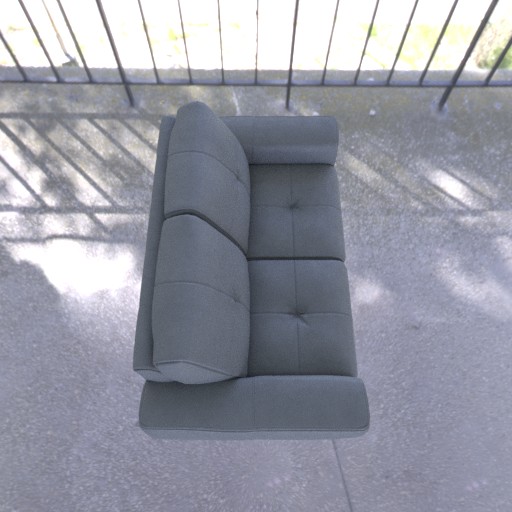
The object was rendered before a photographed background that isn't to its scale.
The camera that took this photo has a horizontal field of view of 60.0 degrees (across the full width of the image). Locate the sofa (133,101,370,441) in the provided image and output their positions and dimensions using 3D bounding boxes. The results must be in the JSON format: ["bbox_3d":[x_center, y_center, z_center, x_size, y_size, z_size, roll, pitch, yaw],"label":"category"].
[{"bbox_3d":[0.000,0.000,2.354,1.018,0.907,1.806,0,64,0],"label":"sofa"}]
